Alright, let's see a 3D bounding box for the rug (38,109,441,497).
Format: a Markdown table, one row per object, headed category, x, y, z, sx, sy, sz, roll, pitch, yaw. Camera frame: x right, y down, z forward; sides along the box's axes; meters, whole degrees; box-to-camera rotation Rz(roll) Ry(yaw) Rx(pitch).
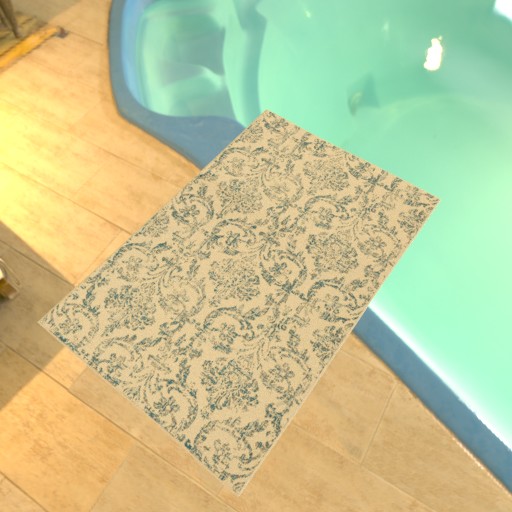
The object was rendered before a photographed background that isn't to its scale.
| category | x | y | z | sx | sy | sz | roll | pitch | yaw |
| --- | --- | --- | --- | --- | --- | --- | --- | --- | --- |
| rug | 0.000 | 0.000 | 3.430 | 1.819 | 0.018 | 2.746 | 33 | 65 | 18 |
